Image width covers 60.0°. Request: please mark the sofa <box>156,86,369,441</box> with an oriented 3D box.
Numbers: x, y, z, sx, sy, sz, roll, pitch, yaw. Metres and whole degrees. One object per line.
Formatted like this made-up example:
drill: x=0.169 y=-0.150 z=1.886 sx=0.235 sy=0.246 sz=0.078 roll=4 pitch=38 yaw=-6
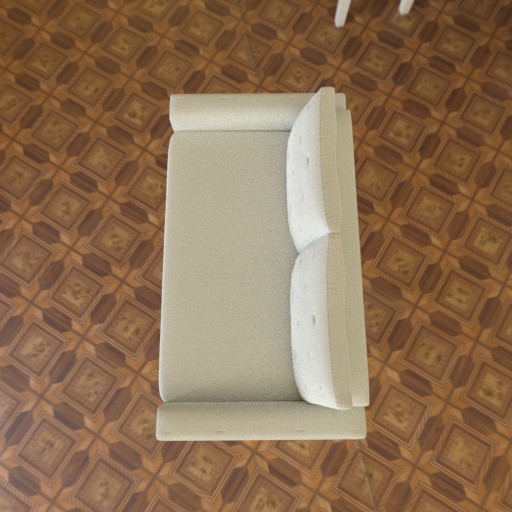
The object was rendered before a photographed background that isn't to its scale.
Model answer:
sofa: x=0.000 y=0.000 z=2.155 sx=0.920 sy=0.790 sz=1.650 roll=0 pitch=76 yaw=0
